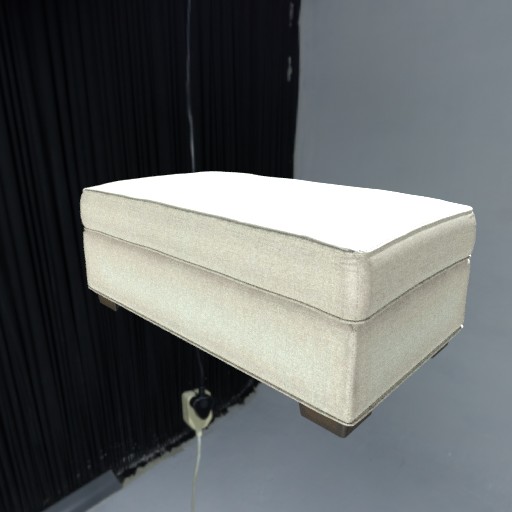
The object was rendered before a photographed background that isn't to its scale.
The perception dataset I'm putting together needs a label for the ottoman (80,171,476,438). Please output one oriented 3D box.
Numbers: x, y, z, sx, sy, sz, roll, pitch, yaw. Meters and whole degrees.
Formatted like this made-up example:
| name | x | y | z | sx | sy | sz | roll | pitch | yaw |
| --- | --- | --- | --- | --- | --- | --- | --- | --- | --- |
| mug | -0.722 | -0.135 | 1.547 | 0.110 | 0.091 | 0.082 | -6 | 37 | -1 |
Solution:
| name | x | y | z | sx | sy | sz | roll | pitch | yaw |
| --- | --- | --- | --- | --- | --- | --- | --- | --- | --- |
| ottoman | 0.000 | 0.000 | 1.386 | 1.097 | 0.448 | 0.617 | 16 | 24 | 41 |
